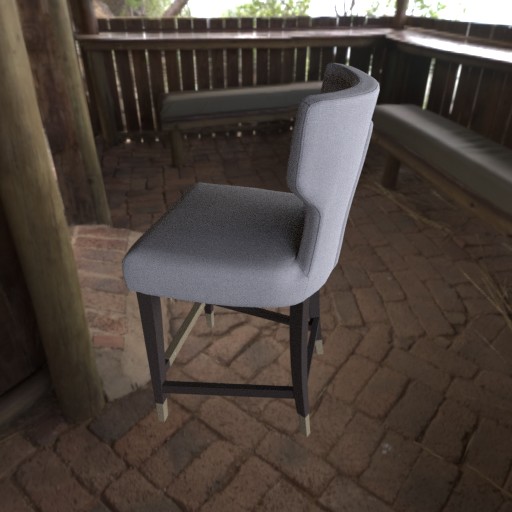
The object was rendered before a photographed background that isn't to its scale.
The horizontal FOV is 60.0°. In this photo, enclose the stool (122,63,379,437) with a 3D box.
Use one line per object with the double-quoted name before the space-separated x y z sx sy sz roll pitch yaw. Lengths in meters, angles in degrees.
"stool" 0.000 0.000 1.278 0.563 0.982 0.527 7 31 12
